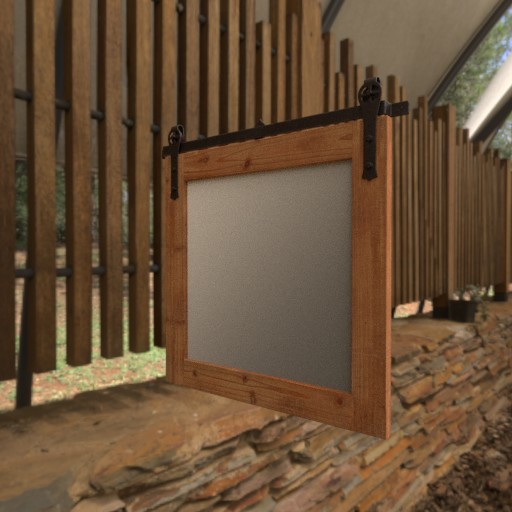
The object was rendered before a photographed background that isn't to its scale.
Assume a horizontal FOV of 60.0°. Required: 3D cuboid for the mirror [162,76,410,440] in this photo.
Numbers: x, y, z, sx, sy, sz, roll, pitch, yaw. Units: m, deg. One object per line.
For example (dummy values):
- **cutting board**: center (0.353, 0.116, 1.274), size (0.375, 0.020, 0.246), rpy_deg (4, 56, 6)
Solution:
- **mirror**: center (0.000, 0.000, 1.199), size (0.805, 0.800, 0.054), rpy_deg (1, 1, 37)
